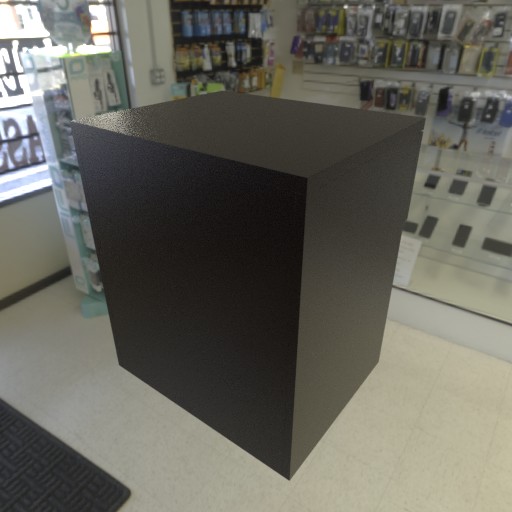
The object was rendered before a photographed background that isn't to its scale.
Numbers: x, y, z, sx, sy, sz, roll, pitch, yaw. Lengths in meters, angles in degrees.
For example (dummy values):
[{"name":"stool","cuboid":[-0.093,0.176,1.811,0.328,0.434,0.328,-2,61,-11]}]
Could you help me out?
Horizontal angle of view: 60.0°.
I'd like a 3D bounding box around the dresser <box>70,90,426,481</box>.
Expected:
[{"name":"dresser","cuboid":[0.000,0.000,0.772,0.400,0.470,0.360,21,35,32]}]
